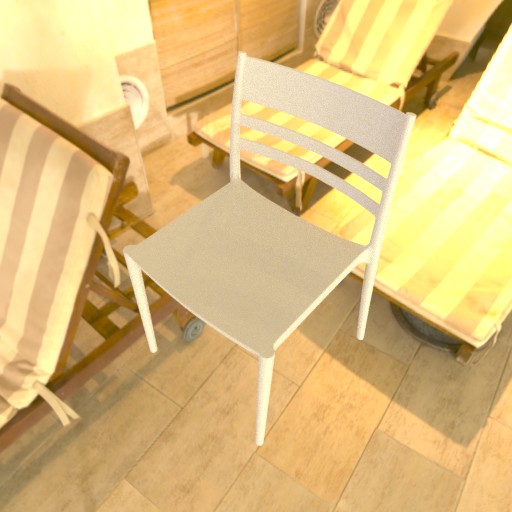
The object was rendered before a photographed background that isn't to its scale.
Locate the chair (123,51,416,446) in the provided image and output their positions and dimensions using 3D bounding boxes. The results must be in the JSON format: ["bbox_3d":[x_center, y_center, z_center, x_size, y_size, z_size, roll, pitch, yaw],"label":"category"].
[{"bbox_3d":[0.000,0.000,1.159,0.531,0.800,0.511,32,55,26],"label":"chair"}]
